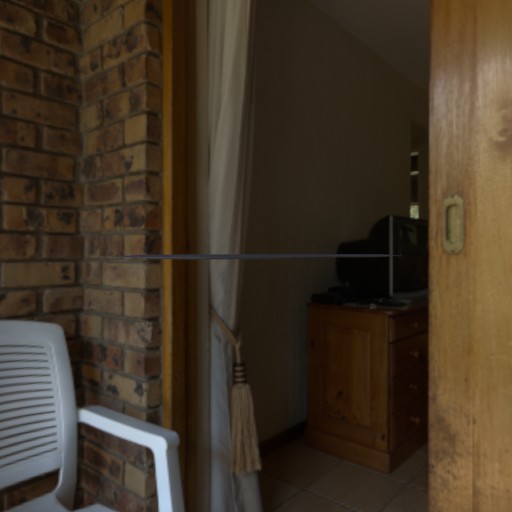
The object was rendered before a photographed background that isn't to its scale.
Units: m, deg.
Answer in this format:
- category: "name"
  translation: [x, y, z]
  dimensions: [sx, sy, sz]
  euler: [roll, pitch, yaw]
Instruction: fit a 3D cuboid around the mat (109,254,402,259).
- category: "mat"
  translation: [0.000, 0.000, 1.912]
  dimensions: [0.913, 0.013, 1.524]
  euler: [0, 0, 35]
